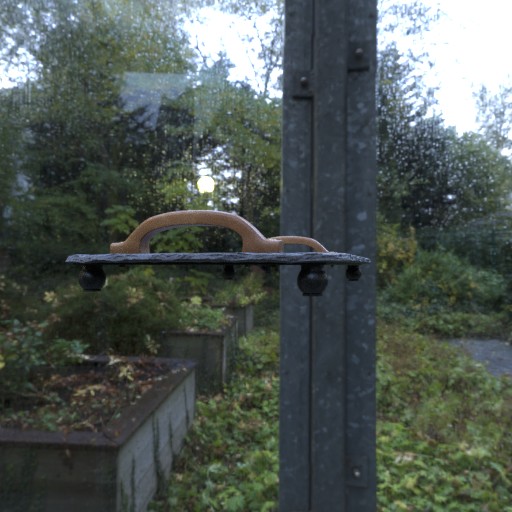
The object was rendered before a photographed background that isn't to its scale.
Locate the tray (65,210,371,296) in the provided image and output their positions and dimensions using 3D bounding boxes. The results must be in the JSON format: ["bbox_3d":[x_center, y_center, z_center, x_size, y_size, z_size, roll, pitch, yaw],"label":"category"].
[{"bbox_3d":[0.000,0.000,0.479,0.231,0.062,0.387,0,-1,18],"label":"tray"}]
